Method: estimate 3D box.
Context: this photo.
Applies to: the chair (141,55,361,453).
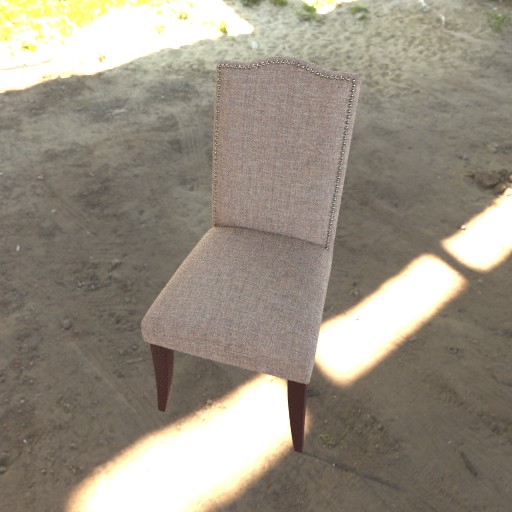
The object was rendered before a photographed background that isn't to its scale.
[{"bbox_3d":[0.000,0.000,1.392,0.513,1.016,0.660,11,43,13],"label":"chair"}]
